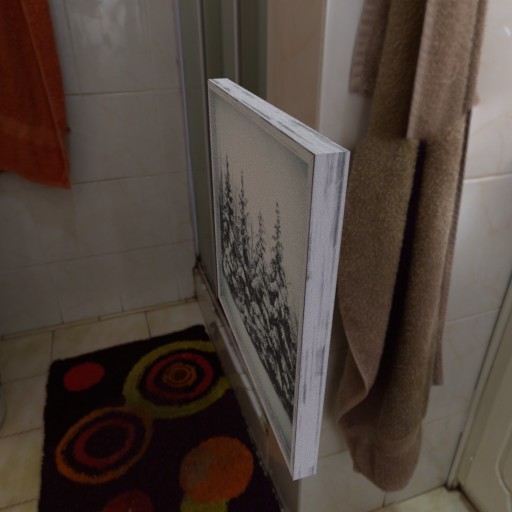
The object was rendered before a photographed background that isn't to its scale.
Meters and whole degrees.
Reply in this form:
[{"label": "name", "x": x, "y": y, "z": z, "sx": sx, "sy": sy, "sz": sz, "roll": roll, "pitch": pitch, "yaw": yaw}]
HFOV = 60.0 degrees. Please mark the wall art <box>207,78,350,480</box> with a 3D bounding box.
[{"label": "wall art", "x": 0.000, "y": 0.000, "z": 0.764, "sx": 0.038, "sy": 0.506, "sz": 0.506, "roll": -9, "pitch": 31, "yaw": -15}]
